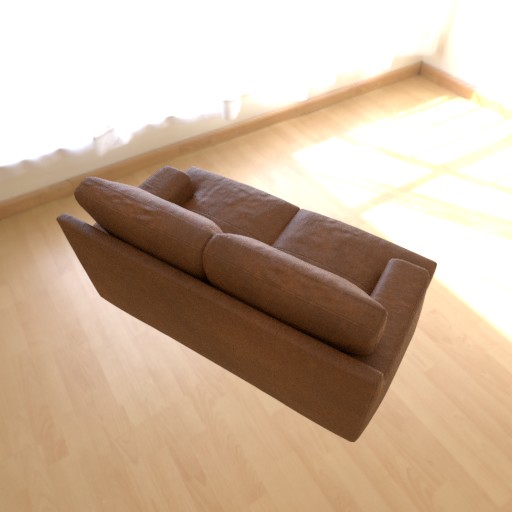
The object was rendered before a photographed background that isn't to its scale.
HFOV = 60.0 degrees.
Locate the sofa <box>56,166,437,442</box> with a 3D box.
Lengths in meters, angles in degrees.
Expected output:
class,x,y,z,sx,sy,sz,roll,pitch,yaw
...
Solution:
class,x,y,z,sx,sy,sz,roll,pitch,yaw
sofa,0.000,0.000,2.542,1.880,0.966,1.144,25,52,21
